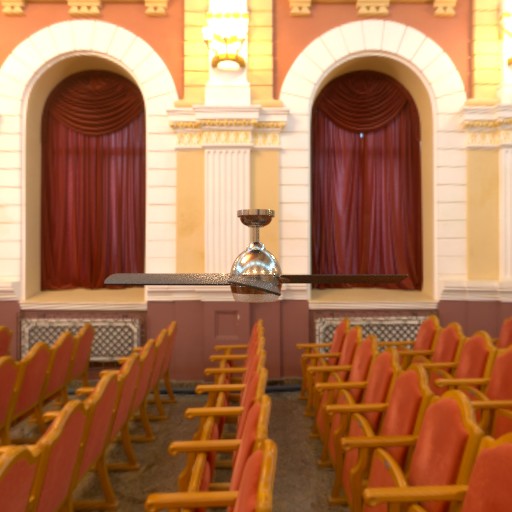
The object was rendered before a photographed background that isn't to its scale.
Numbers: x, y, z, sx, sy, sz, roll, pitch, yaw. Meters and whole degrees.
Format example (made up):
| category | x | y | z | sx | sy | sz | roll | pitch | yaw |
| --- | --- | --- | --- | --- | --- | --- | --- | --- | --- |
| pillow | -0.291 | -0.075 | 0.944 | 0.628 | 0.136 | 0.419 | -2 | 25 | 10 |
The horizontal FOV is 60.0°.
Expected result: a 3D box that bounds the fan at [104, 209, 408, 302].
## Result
| category | x | y | z | sx | sy | sz | roll | pitch | yaw |
| --- | --- | --- | --- | --- | --- | --- | --- | --- | --- |
| fan | 0.000 | 0.000 | 1.987 | 1.332 | 0.403 | 1.332 | 0 | 0 | 0 |
